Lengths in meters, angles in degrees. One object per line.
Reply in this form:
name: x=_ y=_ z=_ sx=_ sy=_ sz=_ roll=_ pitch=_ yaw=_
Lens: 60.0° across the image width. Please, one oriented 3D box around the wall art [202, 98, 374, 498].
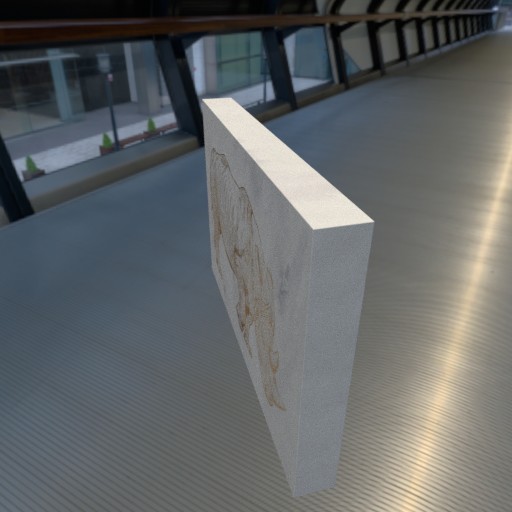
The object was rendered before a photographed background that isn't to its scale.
wall art: x=0.000 y=0.000 z=0.474 sx=0.038 sy=0.254 sz=0.381 roll=-8 pitch=31 yaw=-13
